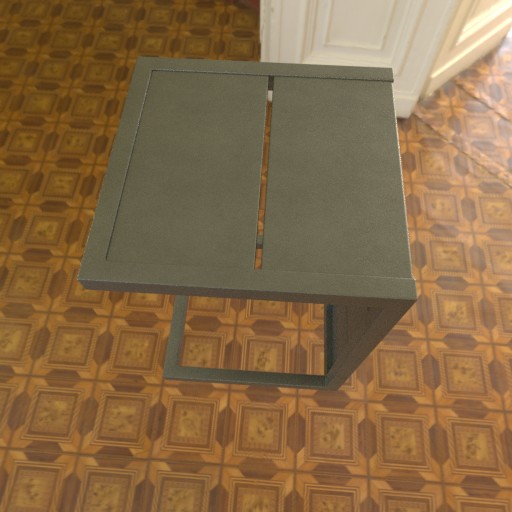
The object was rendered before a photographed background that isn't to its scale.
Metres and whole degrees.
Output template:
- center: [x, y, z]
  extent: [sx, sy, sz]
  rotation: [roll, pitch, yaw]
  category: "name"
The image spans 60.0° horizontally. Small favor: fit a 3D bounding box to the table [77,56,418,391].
- center: [0.000, 0.000, 0.905]
  extent: [0.420, 0.609, 0.405]
  rotation: [3, 63, 2]
  category: "table"
